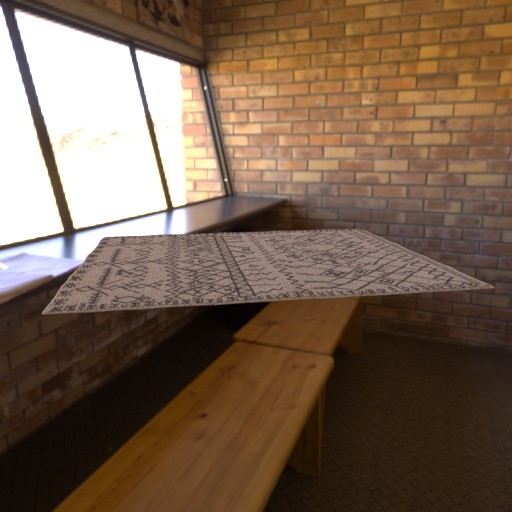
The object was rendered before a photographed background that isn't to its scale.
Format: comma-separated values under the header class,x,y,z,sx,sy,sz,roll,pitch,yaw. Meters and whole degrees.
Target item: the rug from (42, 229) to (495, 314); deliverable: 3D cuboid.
class,x,y,z,sx,sy,sz,roll,pitch,yaw
rug,0.000,0.000,3.262,2.455,0.025,1.964,-2,14,-10
